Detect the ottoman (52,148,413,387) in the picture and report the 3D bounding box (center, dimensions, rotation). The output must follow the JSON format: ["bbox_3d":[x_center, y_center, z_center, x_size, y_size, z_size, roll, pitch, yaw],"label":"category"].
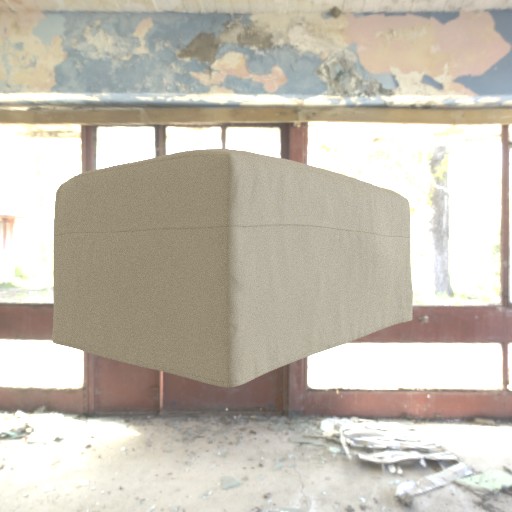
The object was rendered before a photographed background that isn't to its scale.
[{"bbox_3d":[0.000,0.000,1.193,0.590,0.444,0.872,1,1,38],"label":"ottoman"}]
